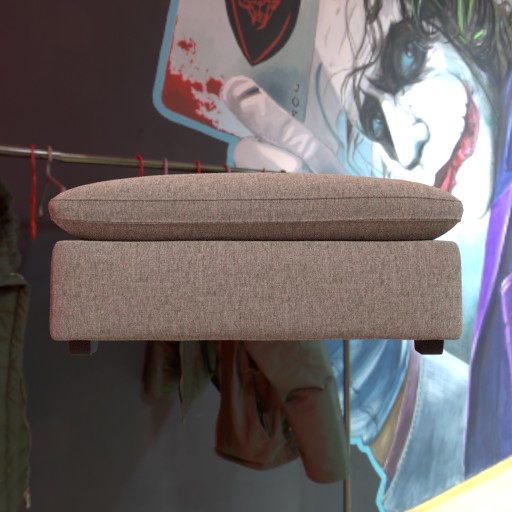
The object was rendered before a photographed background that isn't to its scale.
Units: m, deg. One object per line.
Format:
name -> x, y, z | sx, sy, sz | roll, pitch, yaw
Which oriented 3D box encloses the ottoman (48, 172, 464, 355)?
ottoman -> 0.000, 0.000, 1.328 | 0.977, 0.451, 0.694 | 0, 2, 0
